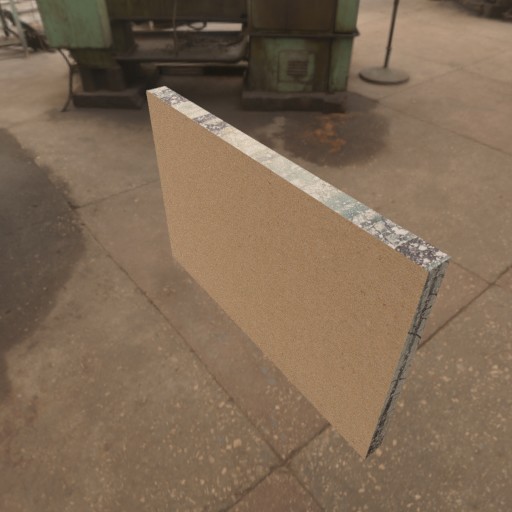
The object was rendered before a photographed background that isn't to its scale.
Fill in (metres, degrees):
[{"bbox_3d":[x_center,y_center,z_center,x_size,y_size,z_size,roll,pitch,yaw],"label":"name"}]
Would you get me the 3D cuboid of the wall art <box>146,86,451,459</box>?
[{"bbox_3d":[0.000,0.000,0.762,0.042,0.398,0.618,-26,47,-27],"label":"wall art"}]
